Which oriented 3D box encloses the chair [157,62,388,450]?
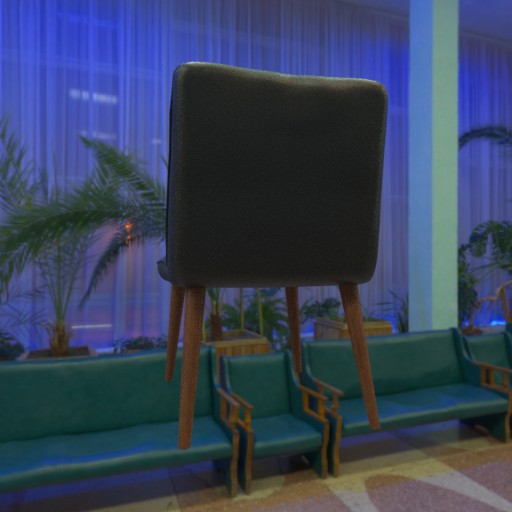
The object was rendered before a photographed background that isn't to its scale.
[{"bbox_3d":[0.000,0.000,1.230,0.543,0.801,0.645,0,0,-19],"label":"chair"}]
